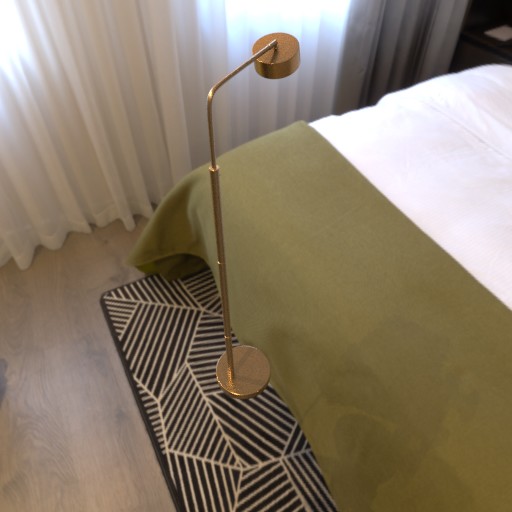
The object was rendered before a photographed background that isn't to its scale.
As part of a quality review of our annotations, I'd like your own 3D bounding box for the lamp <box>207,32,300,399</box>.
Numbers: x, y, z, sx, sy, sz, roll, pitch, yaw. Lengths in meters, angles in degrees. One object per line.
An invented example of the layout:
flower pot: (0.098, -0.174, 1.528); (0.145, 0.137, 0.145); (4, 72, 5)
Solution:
lamp: (0.000, 0.000, 1.421); (0.219, 1.230, 0.418); (24, 51, 21)
